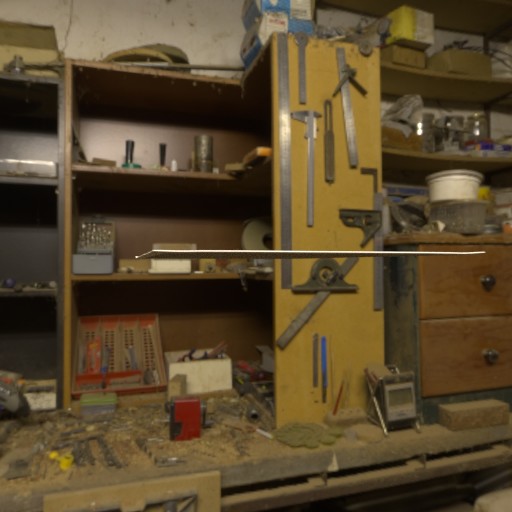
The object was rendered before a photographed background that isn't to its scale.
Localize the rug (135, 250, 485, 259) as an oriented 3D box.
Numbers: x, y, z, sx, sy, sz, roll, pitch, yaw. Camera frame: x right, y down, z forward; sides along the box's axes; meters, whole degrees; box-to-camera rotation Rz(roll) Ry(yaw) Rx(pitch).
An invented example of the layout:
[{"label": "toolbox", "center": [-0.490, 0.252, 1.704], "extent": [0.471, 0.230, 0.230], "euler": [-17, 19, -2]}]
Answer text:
[{"label": "rug", "center": [0.000, 0.000, 3.005], "extent": [1.518, 0.023, 2.434], "euler": [0, -1, -17]}]
